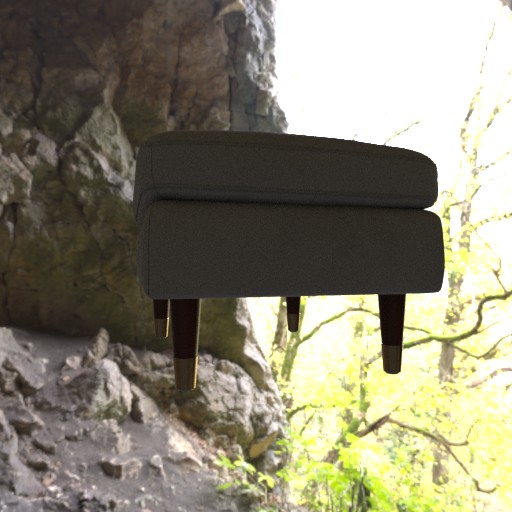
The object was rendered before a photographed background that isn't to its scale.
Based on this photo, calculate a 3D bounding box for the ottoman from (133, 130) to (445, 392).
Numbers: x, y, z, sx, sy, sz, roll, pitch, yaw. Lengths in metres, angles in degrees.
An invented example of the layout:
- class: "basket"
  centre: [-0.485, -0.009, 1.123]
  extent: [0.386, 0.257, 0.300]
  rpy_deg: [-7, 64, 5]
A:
- class: "ottoman"
  centre: [0.000, 0.000, 1.111]
  extent: [0.593, 0.478, 0.747]
  rpy_deg: [0, -1, -16]
